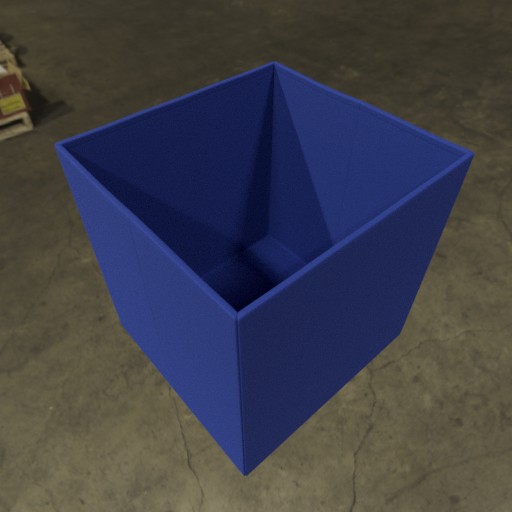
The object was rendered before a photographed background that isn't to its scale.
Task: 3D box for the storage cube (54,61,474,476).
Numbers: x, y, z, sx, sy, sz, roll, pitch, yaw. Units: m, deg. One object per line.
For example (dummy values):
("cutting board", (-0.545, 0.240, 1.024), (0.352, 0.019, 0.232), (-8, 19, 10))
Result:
("storage cube", (0.000, 0.000, 0.487), (0.270, 0.280, 0.270), (-32, 54, -27))
